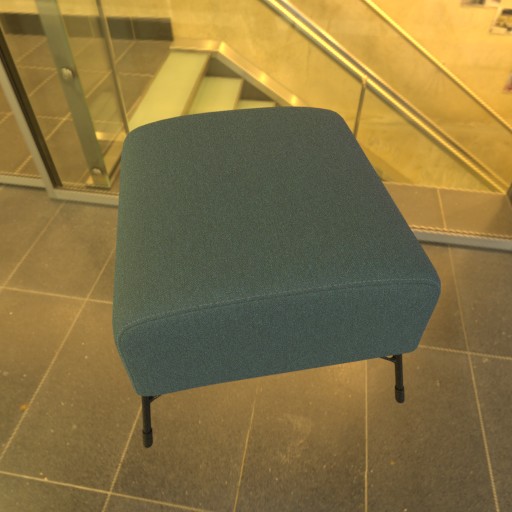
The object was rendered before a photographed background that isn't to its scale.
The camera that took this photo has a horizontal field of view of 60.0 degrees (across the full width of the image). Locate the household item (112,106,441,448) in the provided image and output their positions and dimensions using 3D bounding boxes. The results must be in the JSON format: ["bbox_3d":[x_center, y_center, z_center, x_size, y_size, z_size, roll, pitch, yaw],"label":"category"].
[{"bbox_3d":[0.000,0.000,0.903,0.530,0.420,0.530,-7,47,-7],"label":"household item"}]
